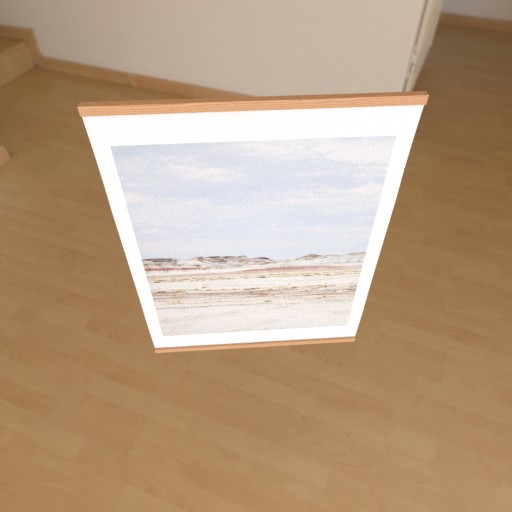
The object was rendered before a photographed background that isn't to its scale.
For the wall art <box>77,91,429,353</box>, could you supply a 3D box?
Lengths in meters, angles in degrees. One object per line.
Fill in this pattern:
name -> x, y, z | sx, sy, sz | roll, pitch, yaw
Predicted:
wall art -> 0.000, 0.000, 0.802 | 0.458, 0.605, 0.011 | -3, 47, -3
